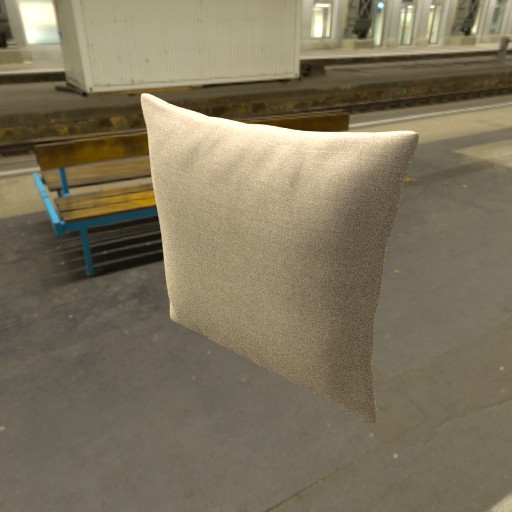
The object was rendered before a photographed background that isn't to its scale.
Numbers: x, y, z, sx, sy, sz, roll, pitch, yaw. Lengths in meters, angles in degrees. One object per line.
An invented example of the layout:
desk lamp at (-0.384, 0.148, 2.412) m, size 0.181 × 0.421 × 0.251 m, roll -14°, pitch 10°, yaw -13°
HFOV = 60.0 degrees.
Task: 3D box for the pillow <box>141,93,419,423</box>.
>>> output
pillow at (0.000, 0.000, 0.796) m, size 0.523 × 0.510 × 0.166 m, roll 20°, pitch 34°, yaw 33°
